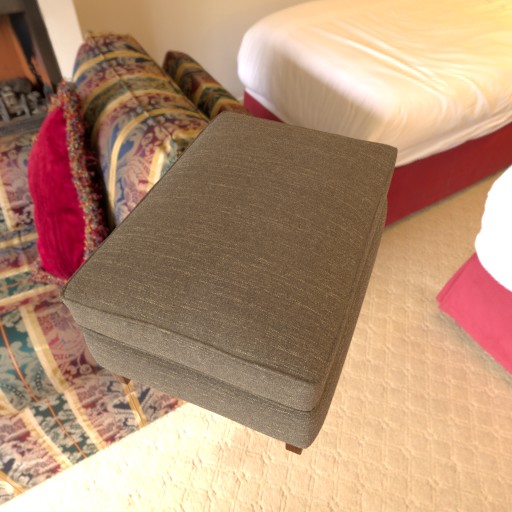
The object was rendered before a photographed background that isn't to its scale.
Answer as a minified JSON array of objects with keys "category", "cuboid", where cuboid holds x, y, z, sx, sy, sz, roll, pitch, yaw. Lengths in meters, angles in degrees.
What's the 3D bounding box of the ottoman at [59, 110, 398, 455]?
[{"category":"ottoman","cuboid":[0.000,0.000,1.005,0.508,0.406,0.686,16,49,15]}]
